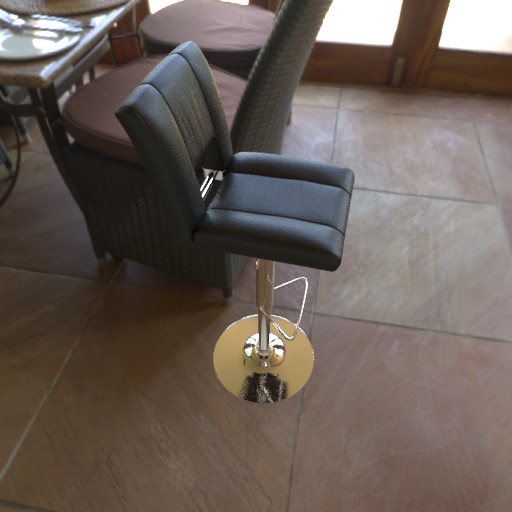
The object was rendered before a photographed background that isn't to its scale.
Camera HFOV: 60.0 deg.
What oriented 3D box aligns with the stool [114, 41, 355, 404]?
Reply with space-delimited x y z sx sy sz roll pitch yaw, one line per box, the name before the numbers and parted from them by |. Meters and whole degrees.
stool | 0.000 0.000 1.404 0.520 1.151 0.415 10 46 10
